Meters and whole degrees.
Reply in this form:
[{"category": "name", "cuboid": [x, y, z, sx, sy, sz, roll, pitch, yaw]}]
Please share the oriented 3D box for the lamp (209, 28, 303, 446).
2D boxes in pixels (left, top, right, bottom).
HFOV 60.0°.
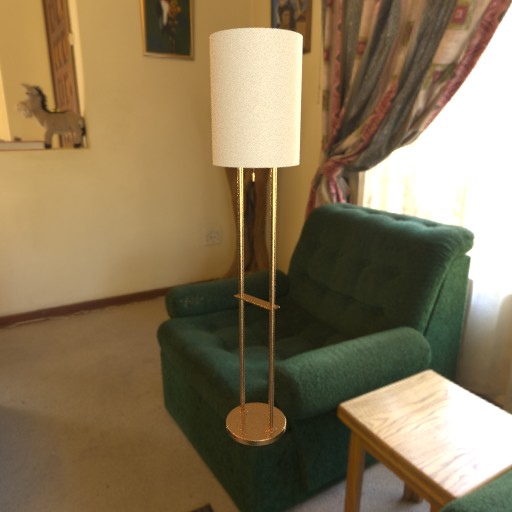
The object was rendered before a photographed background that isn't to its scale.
[{"category": "lamp", "cuboid": [0.000, 0.000, 1.671, 0.306, 1.500, 0.305, 15, 22, 42]}]
